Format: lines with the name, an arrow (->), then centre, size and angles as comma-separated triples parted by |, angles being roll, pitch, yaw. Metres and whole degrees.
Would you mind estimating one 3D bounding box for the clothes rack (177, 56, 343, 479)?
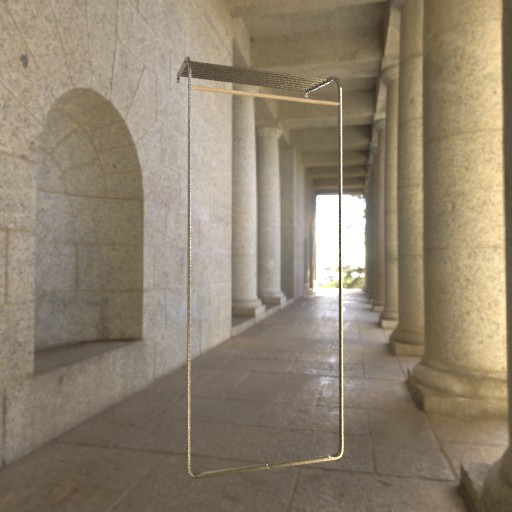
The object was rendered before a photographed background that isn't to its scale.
clothes rack -> 0.000, 0.000, 1.812 | 0.609, 1.574, 0.349 | 0, -1, -17
